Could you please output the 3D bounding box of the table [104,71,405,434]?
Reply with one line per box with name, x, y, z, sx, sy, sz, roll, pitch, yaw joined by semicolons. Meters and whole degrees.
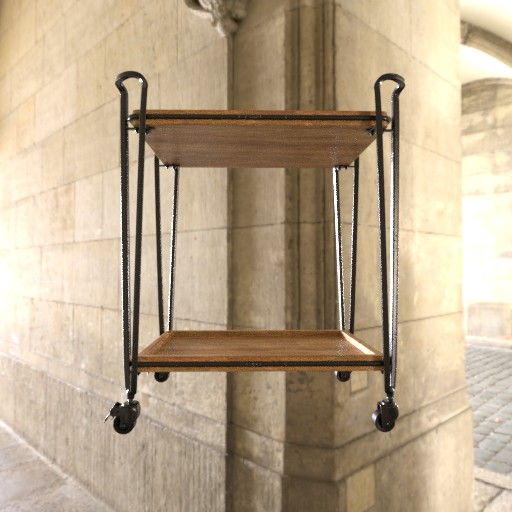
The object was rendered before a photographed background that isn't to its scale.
table;0.000;0.000;1.200;0.672;0.785;0.505;0;-1;-1
